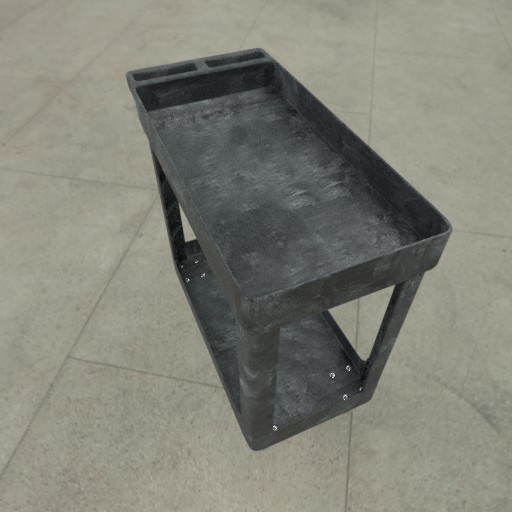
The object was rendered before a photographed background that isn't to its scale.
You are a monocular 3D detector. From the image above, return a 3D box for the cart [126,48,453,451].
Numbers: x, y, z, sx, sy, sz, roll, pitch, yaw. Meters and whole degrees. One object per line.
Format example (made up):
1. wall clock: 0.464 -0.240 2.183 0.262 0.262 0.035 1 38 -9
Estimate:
1. cart: 0.000 0.000 1.315 0.420 0.824 0.877 -18 50 -16
